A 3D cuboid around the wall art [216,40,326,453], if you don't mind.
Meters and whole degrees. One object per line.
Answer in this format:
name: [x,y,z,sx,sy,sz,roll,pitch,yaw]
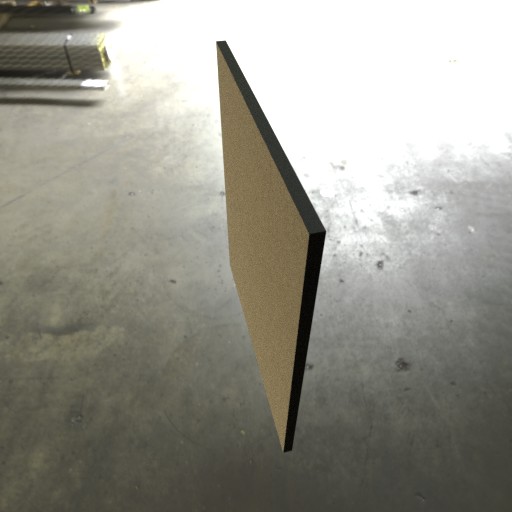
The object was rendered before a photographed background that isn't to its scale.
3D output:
wall art: [0.000,0.000,1.217,0.028,0.863,0.755,-10,47,-10]
